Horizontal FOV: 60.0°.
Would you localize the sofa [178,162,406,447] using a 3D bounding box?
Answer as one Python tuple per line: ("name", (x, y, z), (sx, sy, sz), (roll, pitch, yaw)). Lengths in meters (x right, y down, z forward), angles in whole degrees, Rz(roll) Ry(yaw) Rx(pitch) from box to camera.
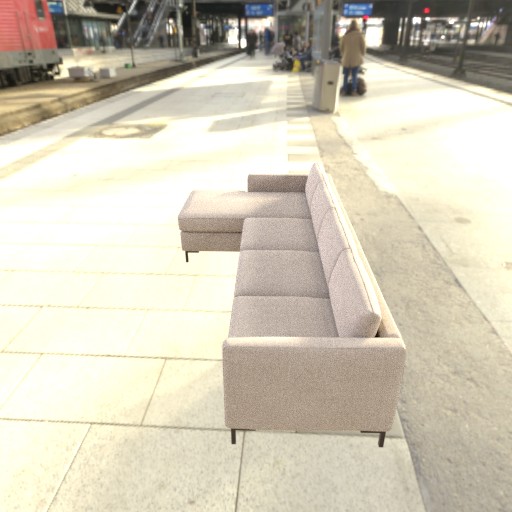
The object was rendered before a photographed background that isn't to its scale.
("sofa", (0.000, 0.000, 3.425), (1.469, 0.816, 2.923), (1, 27, 1))
